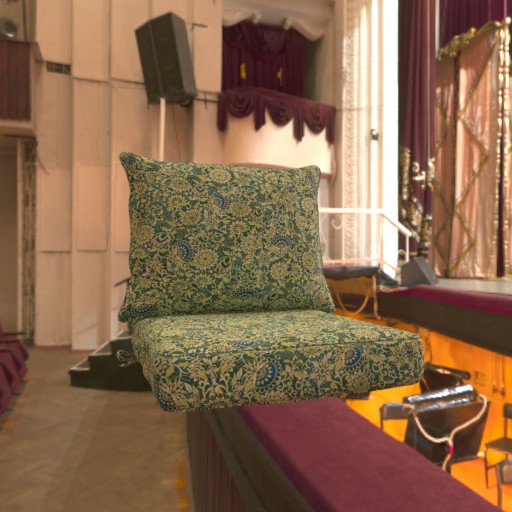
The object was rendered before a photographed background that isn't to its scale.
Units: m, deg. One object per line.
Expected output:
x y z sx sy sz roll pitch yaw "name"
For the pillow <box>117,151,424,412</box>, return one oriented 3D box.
0.000 0.000 1.366 0.798 0.722 0.740 0 0 -20 "pillow"
